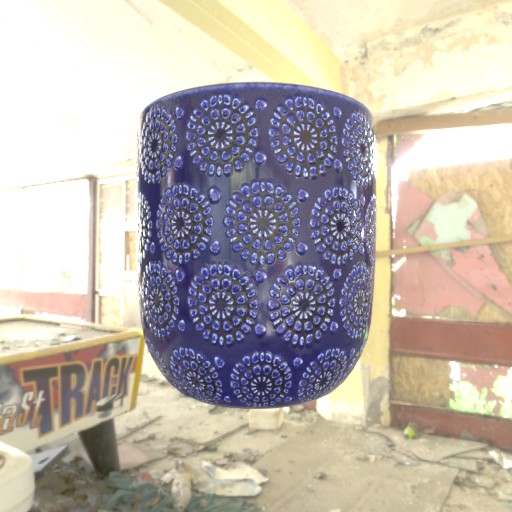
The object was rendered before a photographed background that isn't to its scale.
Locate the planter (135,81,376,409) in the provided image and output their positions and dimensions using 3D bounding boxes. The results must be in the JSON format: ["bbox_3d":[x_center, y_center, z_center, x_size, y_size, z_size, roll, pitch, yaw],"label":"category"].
[{"bbox_3d":[0.000,0.000,0.350,0.184,0.206,0.184,0,-1,0],"label":"planter"}]
